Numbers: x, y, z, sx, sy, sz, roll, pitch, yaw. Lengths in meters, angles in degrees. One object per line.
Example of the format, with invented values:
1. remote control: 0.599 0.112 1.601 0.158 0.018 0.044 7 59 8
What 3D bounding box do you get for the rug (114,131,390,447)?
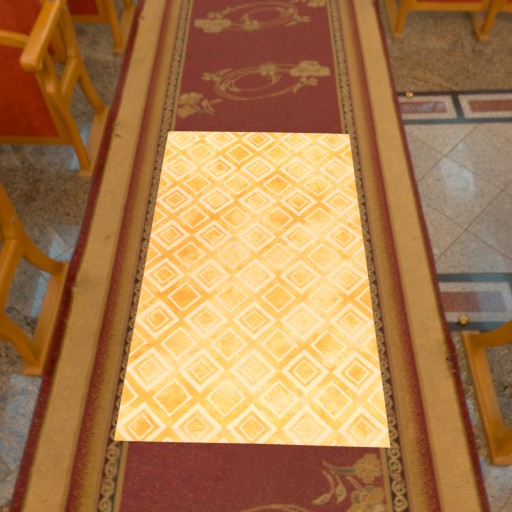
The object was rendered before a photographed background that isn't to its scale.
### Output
1. rug: 0.000 0.000 3.060 1.511 0.010 2.424 1 58 1
